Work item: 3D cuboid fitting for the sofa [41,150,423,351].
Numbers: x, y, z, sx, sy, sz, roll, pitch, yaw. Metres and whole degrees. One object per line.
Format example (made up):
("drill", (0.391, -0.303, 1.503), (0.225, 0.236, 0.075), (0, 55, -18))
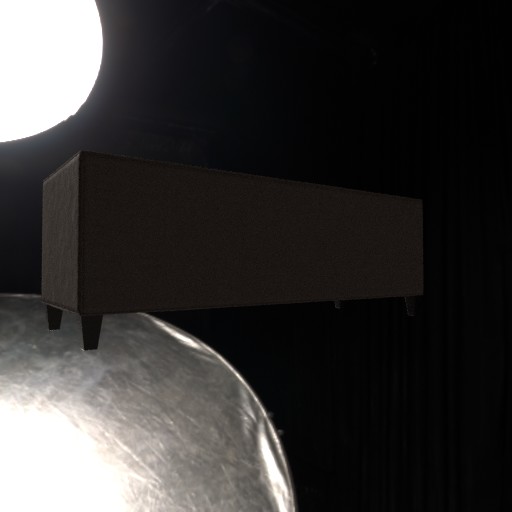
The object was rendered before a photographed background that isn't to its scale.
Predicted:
("sofa", (0.000, 0.000, 2.589), (2.159, 0.762, 0.775), (1, -2, -36))
